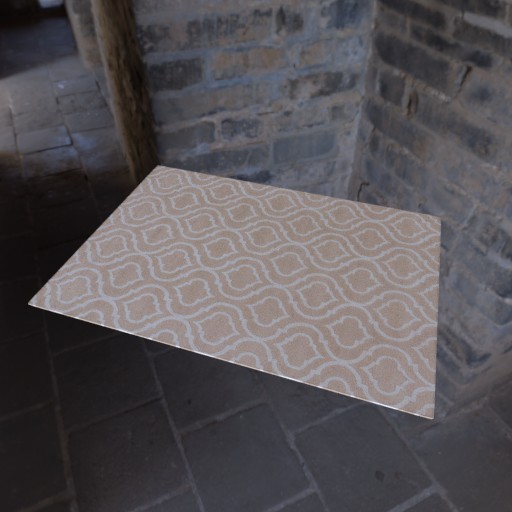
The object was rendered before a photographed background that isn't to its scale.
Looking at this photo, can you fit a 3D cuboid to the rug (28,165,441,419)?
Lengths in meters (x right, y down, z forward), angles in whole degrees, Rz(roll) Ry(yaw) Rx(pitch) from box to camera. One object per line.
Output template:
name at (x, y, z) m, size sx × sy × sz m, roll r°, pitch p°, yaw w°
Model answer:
rug at (0.000, 0.000, 2.713) m, size 2.134 × 0.010 × 1.524 m, roll 13°, pitch 44°, yaw 13°
